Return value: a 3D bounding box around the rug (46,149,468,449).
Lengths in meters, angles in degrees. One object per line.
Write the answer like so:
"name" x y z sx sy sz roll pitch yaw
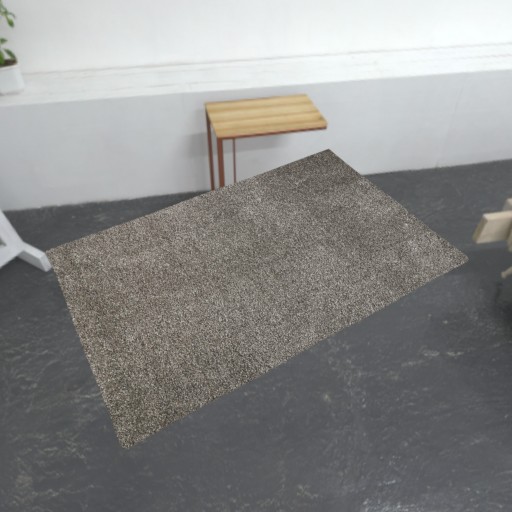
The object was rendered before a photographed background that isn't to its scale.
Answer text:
"rug" 0.000 0.000 2.913 2.352 0.025 1.501 -24 51 -21
